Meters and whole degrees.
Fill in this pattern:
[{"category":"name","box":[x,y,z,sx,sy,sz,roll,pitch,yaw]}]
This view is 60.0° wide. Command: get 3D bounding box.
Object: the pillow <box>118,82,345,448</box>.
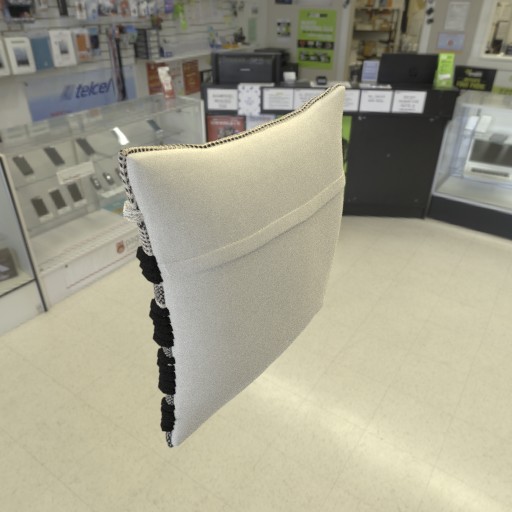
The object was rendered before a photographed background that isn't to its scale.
[{"category":"pillow","box":[0.000,0.000,0.669,0.156,0.438,0.436,22,37,31]}]
